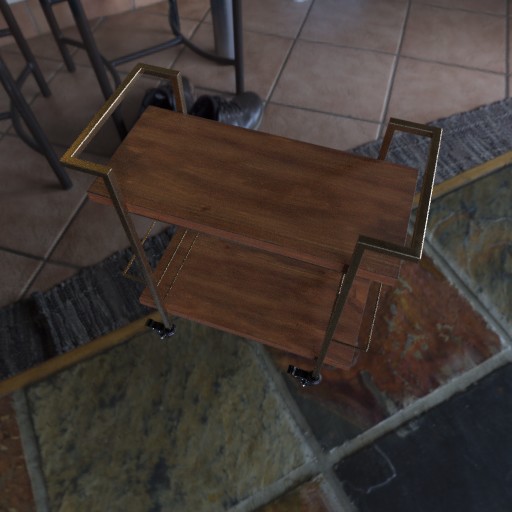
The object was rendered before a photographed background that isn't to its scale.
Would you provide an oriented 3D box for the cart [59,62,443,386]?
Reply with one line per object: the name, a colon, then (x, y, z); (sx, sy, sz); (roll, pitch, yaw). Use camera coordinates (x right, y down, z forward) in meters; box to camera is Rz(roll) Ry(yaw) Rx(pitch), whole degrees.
cart: (0.000, 0.000, 1.208); (0.695, 0.807, 0.364); (16, 59, 10)
